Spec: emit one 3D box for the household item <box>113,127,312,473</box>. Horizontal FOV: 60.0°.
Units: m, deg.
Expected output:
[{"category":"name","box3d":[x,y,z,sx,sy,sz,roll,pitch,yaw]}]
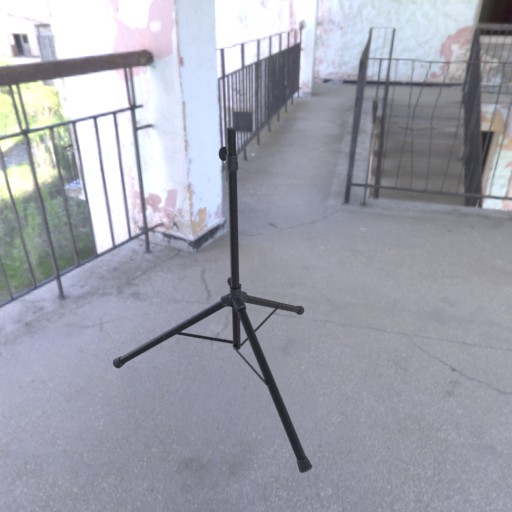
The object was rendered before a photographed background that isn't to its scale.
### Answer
[{"category":"household item","box3d":[0.000,0.000,1.896,1.045,1.136,0.907,19,34,30]}]
